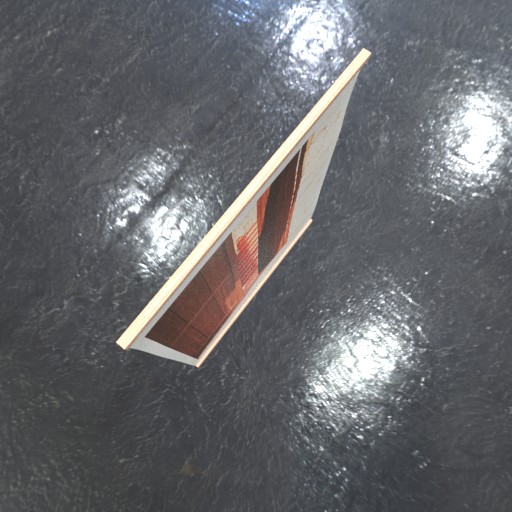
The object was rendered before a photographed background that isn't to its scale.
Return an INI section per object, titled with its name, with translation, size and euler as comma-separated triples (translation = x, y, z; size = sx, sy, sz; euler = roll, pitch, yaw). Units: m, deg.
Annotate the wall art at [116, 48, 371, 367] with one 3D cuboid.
[wall art]
translation = 0.000, 0.000, 1.316
size = 0.020, 1.013, 0.758
euler = 36, 77, 10
